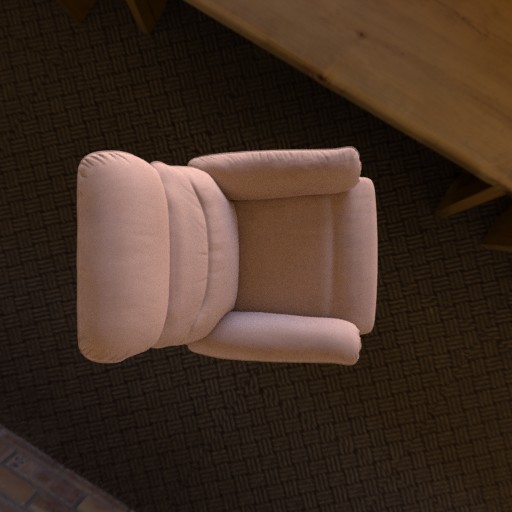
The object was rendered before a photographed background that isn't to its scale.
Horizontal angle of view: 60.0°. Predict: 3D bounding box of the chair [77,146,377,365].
[{"bbox_3d":[0.000,0.000,1.729,1.004,1.037,0.820,0,90,1],"label":"chair"}]
